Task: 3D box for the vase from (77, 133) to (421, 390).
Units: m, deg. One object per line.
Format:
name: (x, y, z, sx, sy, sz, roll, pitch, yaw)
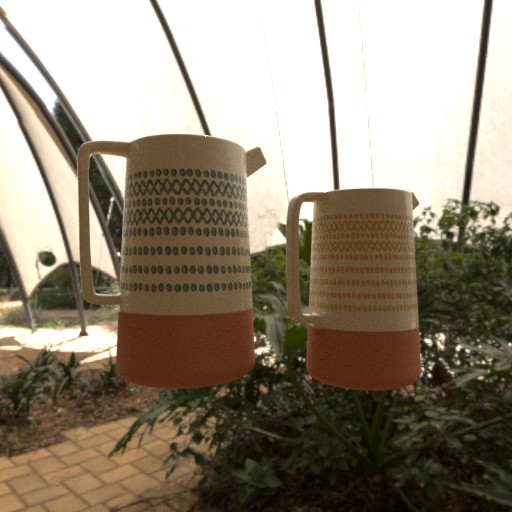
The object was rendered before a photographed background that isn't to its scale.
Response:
vase: (0.000, 0.000, 0.457, 0.326, 0.247, 0.168, 0, -1, 17)
